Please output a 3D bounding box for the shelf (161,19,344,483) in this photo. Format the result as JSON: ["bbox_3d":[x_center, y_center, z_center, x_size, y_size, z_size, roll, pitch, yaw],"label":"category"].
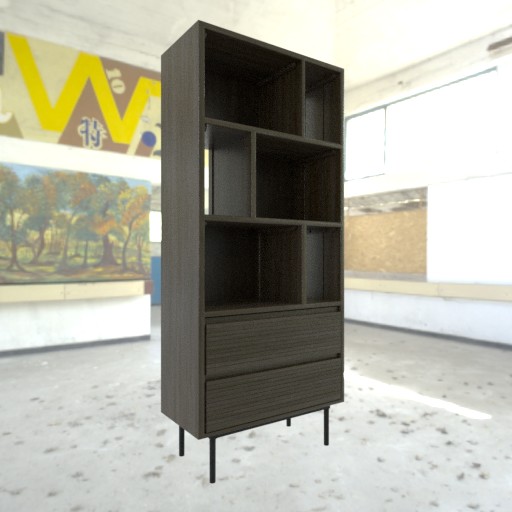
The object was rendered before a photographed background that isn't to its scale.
[{"bbox_3d":[0.000,0.000,1.766,0.670,1.545,0.323,0,0,-35],"label":"shelf"}]
